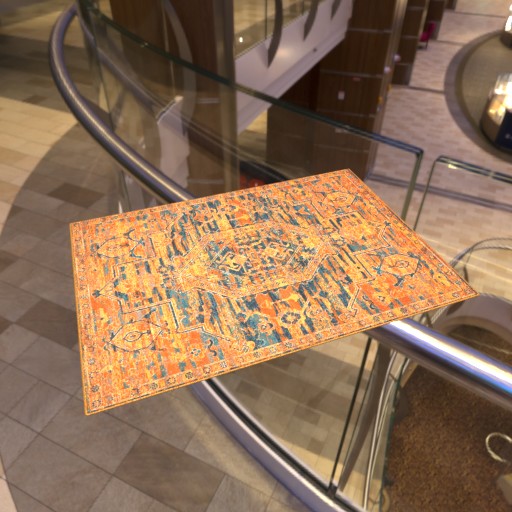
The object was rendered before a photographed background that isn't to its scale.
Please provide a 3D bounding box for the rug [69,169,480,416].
[{"bbox_3d":[0.000,0.000,3.741,2.916,0.019,2.043,-13,43,-15],"label":"rug"}]
